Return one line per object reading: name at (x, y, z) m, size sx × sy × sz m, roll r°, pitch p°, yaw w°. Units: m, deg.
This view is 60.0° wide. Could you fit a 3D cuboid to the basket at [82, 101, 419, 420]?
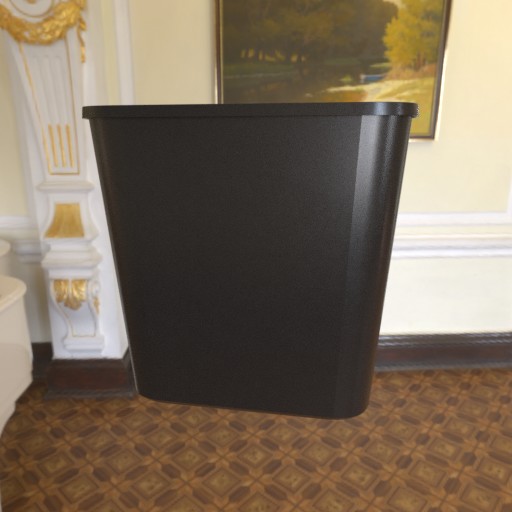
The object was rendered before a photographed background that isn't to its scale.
basket at (0.000, 0.000, 0.494) m, size 0.300 × 0.307 × 0.211 m, roll 2°, pitch 15°, yaw 9°
